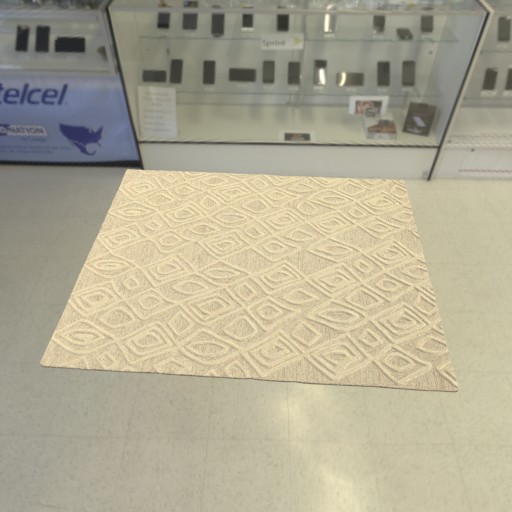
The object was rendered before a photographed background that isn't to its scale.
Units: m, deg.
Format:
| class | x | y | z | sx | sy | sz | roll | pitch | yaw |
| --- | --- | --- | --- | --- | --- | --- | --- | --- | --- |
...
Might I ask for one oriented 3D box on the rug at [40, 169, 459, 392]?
| class | x | y | z | sx | sy | sz | roll | pitch | yaw |
| --- | --- | --- | --- | --- | --- | --- | --- | --- | --- |
| rug | 0.000 | 0.000 | 4.028 | 3.049 | 0.025 | 2.449 | 3 | 47 | 3 |
